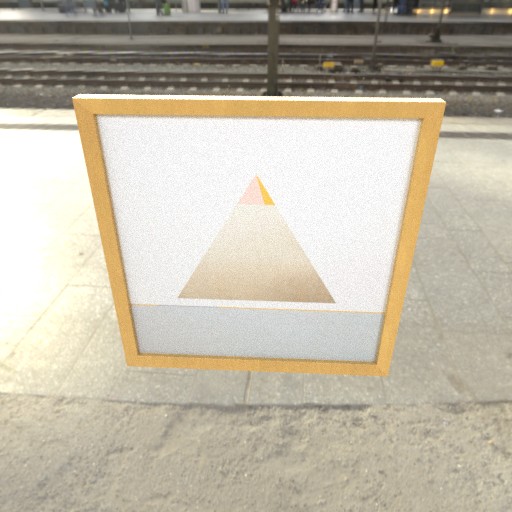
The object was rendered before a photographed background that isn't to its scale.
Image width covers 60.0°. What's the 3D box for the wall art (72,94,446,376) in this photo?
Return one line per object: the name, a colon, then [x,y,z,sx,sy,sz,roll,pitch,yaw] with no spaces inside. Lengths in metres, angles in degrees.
wall art: [0.000,0.000,2.829,1.935,1.936,0.097,2,31,3]
